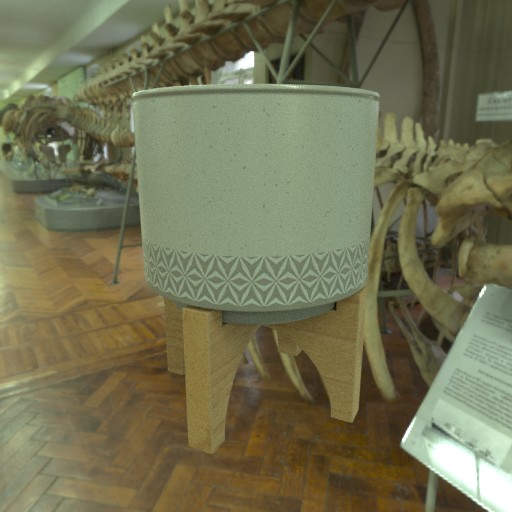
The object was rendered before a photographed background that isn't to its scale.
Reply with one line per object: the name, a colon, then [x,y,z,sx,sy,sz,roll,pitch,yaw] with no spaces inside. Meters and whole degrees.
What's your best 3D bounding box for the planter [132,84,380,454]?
planter: [0.000,0.000,0.263,0.130,0.178,0.130,0,15,0]
